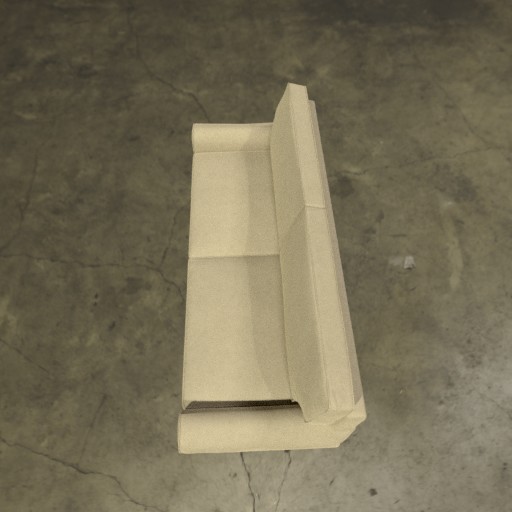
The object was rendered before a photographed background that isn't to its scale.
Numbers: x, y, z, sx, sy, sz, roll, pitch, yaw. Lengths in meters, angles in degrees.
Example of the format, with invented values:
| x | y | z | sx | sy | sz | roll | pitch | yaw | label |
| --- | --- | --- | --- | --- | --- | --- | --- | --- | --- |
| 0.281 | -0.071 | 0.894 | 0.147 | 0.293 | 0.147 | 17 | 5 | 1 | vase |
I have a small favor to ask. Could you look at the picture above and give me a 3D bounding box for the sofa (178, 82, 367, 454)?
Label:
| x | y | z | sx | sy | sz | roll | pitch | yaw | label |
| --- | --- | --- | --- | --- | --- | --- | --- | --- | --- |
| 0.000 | 0.000 | 2.753 | 0.900 | 1.014 | 2.246 | -2 | 58 | -1 | sofa |
